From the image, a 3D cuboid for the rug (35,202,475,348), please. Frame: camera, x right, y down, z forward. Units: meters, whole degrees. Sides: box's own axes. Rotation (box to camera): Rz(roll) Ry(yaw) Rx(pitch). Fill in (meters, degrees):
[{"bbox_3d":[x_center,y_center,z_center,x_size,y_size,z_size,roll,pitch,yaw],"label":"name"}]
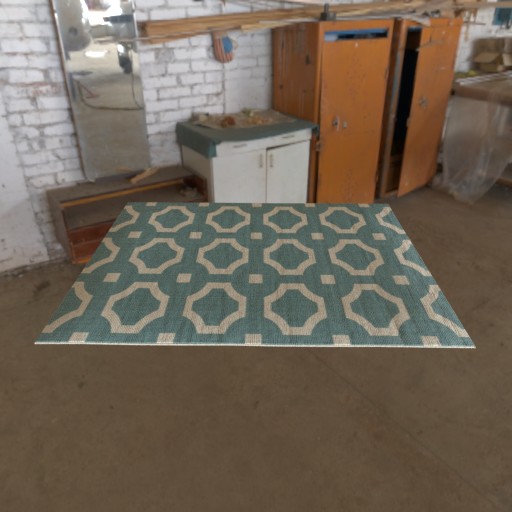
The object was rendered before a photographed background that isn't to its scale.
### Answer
[{"bbox_3d":[0.000,0.000,4.125,3.049,0.021,2.466,0,30,1],"label":"rug"}]
